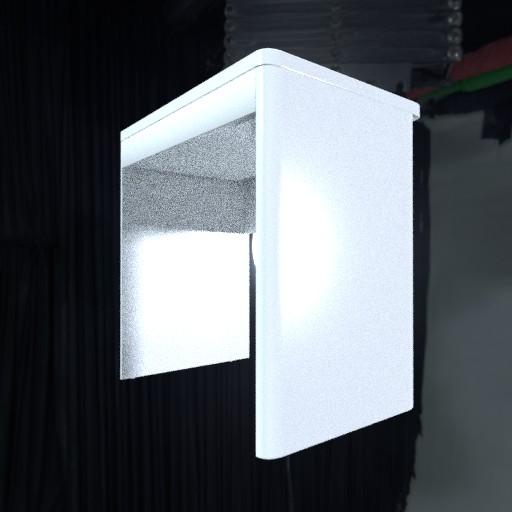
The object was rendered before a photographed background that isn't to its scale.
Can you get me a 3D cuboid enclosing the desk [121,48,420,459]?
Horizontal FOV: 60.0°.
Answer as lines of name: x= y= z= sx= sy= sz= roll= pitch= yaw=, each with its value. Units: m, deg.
desk: x=0.000 y=0.000 z=1.311 sx=0.549 sy=0.800 sz=0.762 roll=0 pitch=0 yaw=-38
